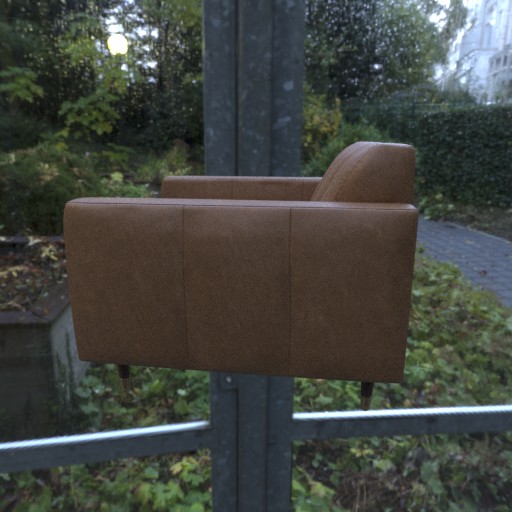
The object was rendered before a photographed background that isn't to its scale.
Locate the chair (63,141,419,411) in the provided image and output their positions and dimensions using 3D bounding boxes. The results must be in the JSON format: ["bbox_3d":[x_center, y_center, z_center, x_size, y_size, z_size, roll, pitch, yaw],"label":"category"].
[{"bbox_3d":[0.000,0.000,1.646,0.998,0.819,0.953,2,15,8],"label":"chair"}]
